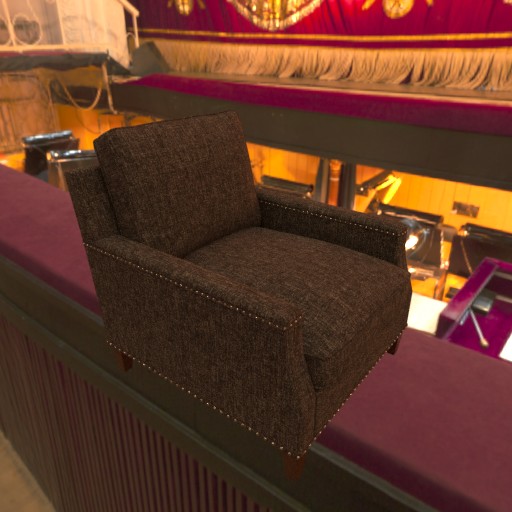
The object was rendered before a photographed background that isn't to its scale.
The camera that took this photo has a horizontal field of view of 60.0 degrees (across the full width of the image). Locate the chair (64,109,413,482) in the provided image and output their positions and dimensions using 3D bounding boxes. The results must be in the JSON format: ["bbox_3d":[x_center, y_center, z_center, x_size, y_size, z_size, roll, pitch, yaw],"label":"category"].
[{"bbox_3d":[0.000,0.000,1.669,1.014,0.943,0.853,18,31,33],"label":"chair"}]
